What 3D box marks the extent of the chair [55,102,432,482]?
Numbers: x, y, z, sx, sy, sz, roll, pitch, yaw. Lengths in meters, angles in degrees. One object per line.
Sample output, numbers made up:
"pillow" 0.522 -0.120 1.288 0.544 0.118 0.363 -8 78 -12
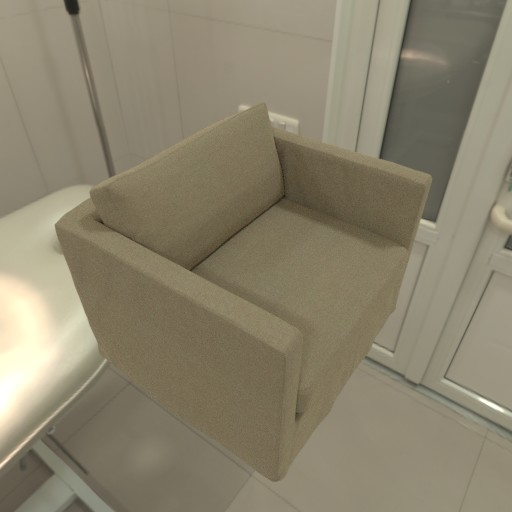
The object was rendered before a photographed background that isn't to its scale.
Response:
"chair" 0.000 0.000 1.729 0.949 0.863 1.057 25 46 27
